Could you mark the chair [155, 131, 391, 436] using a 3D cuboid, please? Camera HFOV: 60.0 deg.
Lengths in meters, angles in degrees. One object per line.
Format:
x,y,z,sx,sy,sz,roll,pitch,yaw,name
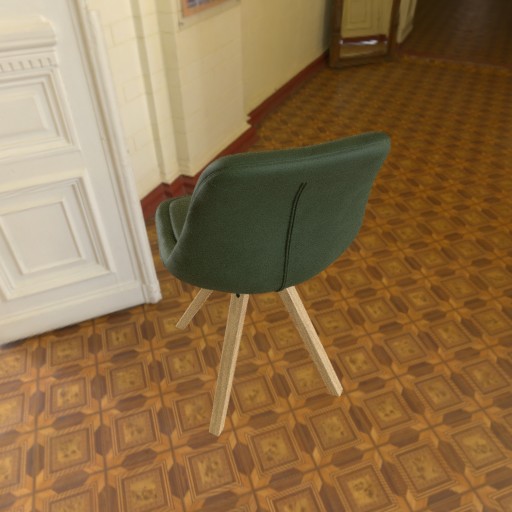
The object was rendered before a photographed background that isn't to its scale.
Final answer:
0.000,0.000,1.156,0.483,0.865,0.547,-13,42,-14,chair
